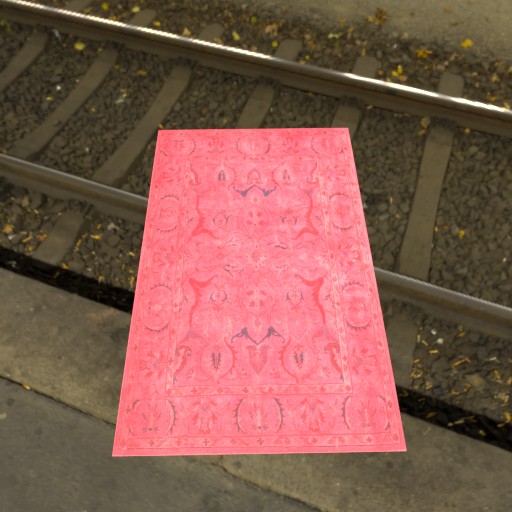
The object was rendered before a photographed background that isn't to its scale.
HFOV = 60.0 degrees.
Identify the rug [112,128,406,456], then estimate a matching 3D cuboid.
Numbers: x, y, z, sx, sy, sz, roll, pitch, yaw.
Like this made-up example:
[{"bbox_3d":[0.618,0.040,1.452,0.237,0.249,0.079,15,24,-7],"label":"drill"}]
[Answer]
[{"bbox_3d":[0.000,0.000,2.948,1.534,0.010,2.423,-1,58,0],"label":"rug"}]
